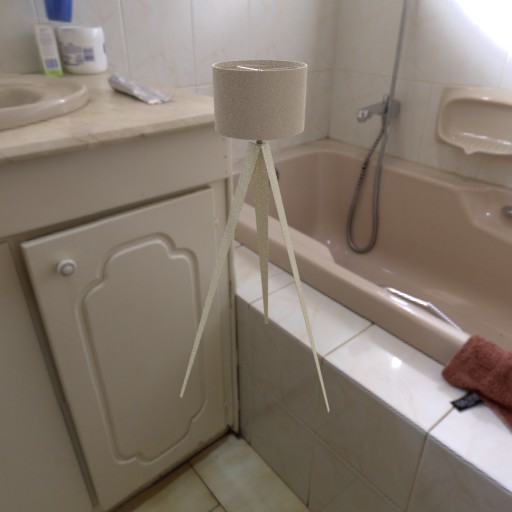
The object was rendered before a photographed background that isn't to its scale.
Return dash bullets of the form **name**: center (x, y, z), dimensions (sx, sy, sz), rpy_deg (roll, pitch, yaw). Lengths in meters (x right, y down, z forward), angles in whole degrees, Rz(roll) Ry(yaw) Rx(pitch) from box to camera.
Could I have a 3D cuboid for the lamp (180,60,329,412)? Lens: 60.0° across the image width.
- **lamp**: center (0.000, 0.000, 1.933), dimensions (0.716, 1.524, 0.724), rpy_deg (-20, 35, -32)
